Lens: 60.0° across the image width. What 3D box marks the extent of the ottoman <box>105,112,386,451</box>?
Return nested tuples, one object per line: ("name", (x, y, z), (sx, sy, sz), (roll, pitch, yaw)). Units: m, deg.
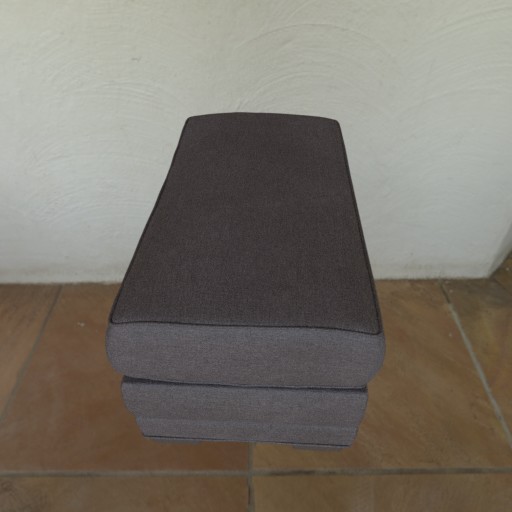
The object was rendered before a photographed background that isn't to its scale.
("ottoman", (0.000, 0.000, 1.150), (0.490, 0.448, 0.864), (2, 41, 2))
